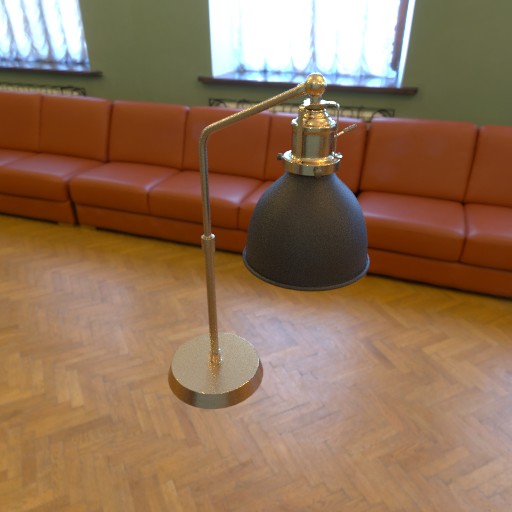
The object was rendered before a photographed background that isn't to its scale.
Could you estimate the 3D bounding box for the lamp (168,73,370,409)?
[{"bbox_3d":[0.000,0.000,0.586,0.291,0.456,0.160,9,31,16],"label":"lamp"}]
